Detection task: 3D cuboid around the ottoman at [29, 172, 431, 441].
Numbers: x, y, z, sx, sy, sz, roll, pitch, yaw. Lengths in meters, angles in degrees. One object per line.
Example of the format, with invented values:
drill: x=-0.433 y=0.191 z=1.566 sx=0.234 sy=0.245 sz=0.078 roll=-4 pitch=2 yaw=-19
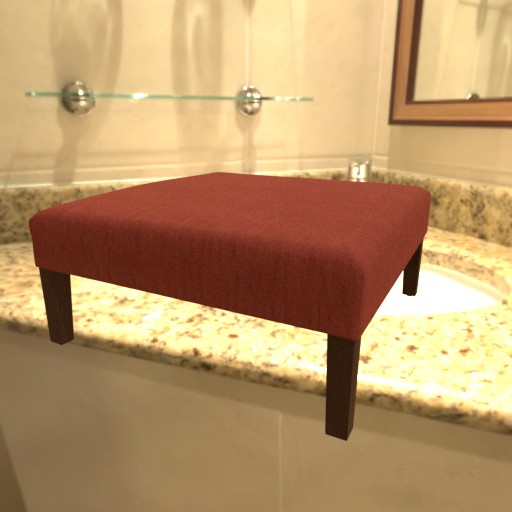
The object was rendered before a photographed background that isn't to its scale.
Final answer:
ottoman: x=0.000 y=0.000 z=1.378 sx=0.889 sy=0.411 sz=0.890 roll=9 pitch=20 yaw=26
